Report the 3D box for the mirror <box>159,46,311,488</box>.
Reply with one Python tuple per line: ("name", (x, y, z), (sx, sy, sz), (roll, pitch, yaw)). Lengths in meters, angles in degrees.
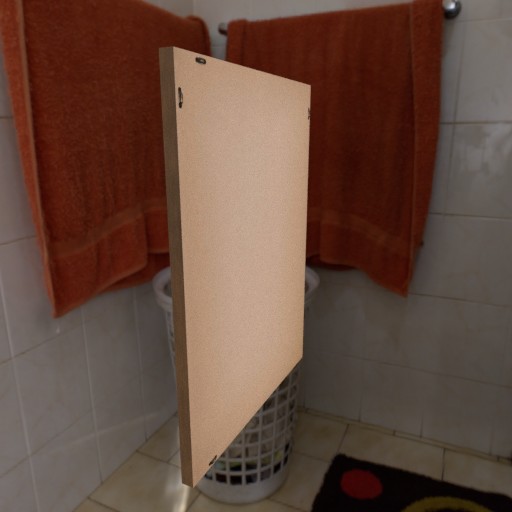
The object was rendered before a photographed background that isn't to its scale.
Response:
("mirror", (0.000, 0.000, 1.312), (0.040, 1.016, 0.762), (8, 17, 26))
